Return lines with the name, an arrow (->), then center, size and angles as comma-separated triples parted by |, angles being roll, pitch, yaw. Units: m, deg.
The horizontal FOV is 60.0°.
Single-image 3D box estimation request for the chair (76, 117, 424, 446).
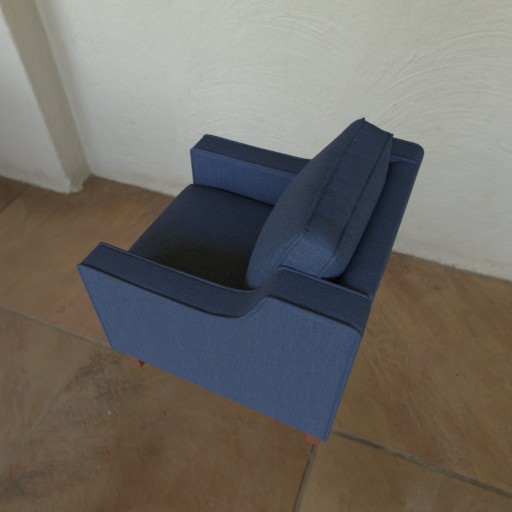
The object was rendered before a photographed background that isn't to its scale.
chair -> 0.000, 0.000, 1.640 | 0.909, 0.960, 0.831 | 18, 50, 16
